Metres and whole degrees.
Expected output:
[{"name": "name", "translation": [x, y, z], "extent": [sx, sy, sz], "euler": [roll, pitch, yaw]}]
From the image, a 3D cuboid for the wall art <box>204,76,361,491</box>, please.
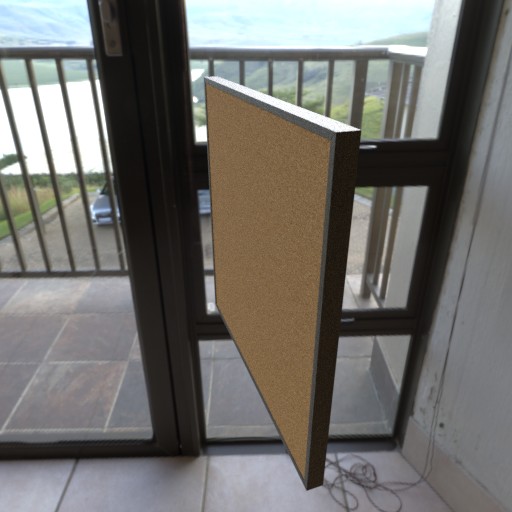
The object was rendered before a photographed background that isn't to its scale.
[{"name": "wall art", "translation": [0.000, 0.000, 1.098], "extent": [0.039, 0.758, 0.758], "euler": [-9, 29, -17]}]
